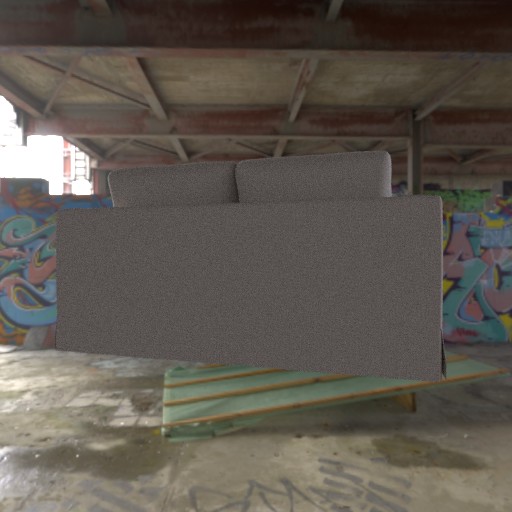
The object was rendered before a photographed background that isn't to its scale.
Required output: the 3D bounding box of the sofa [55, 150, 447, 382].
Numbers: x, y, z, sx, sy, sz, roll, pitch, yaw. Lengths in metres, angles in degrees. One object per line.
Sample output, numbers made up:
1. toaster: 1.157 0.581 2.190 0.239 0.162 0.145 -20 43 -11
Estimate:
1. sofa: 0.000 0.000 2.392 1.813 0.932 1.009 0 0 18
